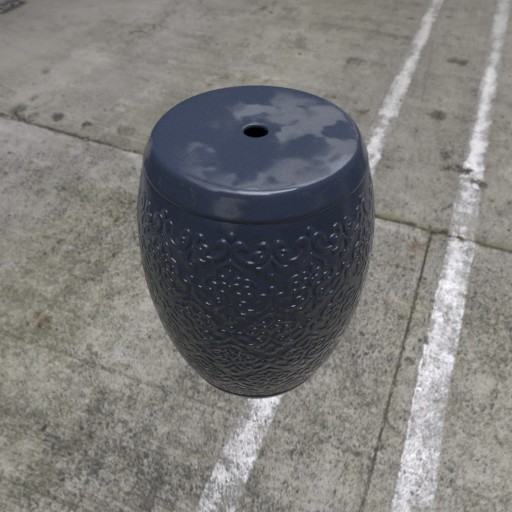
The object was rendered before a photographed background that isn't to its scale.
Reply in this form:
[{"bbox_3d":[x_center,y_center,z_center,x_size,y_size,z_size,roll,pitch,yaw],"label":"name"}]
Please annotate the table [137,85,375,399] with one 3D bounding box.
[{"bbox_3d":[0.000,0.000,0.628,0.309,0.397,0.309,0,45,0],"label":"table"}]
